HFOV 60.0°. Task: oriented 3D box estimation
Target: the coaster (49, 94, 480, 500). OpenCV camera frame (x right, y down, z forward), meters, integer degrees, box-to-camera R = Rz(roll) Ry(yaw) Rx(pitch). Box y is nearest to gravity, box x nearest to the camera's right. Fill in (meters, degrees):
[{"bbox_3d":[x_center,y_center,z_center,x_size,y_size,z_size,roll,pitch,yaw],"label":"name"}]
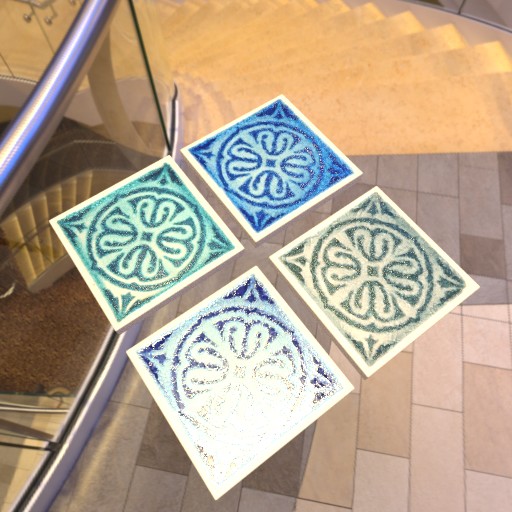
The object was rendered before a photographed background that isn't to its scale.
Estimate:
[{"bbox_3d":[0.000,0.000,0.314,0.214,0.010,0.219,-33,68,-15],"label":"coaster"}]
